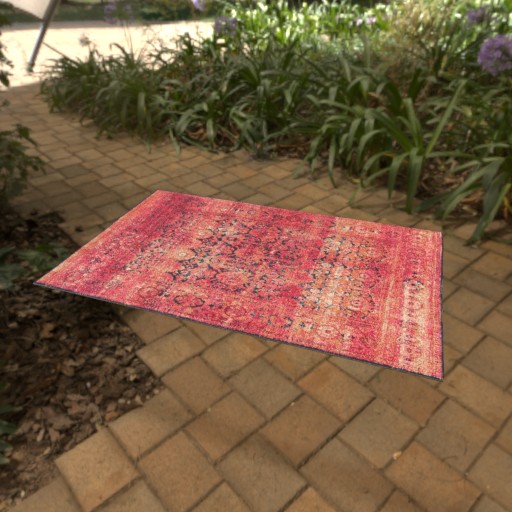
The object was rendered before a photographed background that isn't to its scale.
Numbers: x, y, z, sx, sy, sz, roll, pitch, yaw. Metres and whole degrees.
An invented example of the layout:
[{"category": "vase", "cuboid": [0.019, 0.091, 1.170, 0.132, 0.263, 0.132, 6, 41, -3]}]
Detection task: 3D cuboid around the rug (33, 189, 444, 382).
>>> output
[{"category": "rug", "cuboid": [0.000, 0.000, 3.060, 2.449, 0.018, 1.539, 10, 34, 16]}]
